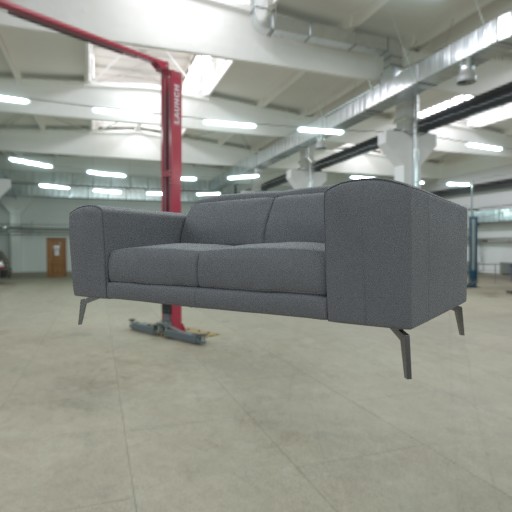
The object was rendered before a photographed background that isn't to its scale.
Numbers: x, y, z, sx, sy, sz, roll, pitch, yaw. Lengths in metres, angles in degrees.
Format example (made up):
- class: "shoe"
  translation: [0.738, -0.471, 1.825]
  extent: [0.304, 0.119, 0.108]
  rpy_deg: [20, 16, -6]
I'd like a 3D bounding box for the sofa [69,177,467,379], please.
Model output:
- class: "sofa"
  translation: [0.000, 0.000, 2.324]
  extent: [1.895, 0.779, 1.003]
  rpy_deg: [1, 1, 35]
